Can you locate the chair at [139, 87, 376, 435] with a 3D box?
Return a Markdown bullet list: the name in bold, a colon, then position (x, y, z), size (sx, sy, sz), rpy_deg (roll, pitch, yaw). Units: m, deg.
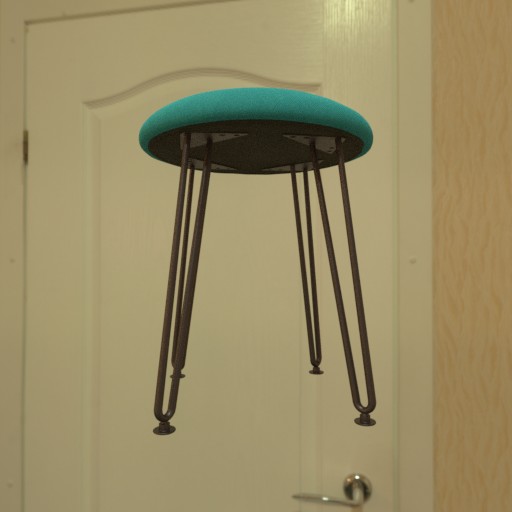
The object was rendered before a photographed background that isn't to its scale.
- **chair**: position (0.000, 0.000, 0.683), size (0.350, 0.430, 0.350), rpy_deg (0, -1, -18)
